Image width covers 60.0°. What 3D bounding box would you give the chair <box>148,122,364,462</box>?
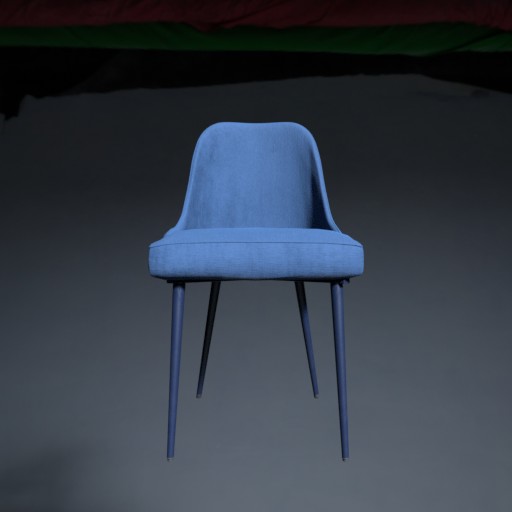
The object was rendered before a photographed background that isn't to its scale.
[{"bbox_3d":[0.000,0.000,1.212,0.478,0.896,0.559,0,0,0],"label":"chair"}]
